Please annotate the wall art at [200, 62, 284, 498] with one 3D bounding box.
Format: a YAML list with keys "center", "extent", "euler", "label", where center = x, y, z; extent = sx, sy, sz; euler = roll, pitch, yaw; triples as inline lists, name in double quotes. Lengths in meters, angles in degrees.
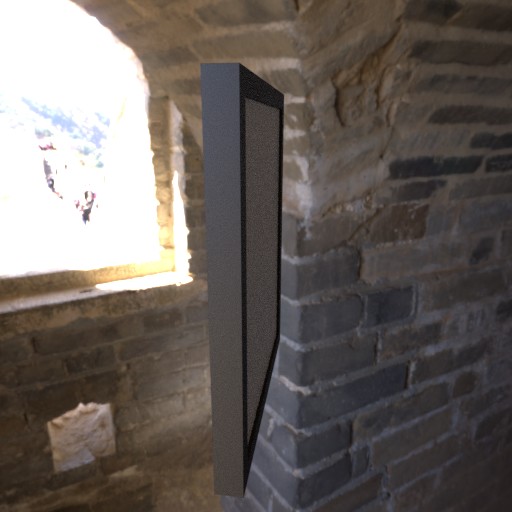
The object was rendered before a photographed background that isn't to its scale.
- center: [0.000, 0.000, 0.525]
  extent: [0.029, 0.381, 0.330]
  euler: [3, 16, 9]
  label: "wall art"
